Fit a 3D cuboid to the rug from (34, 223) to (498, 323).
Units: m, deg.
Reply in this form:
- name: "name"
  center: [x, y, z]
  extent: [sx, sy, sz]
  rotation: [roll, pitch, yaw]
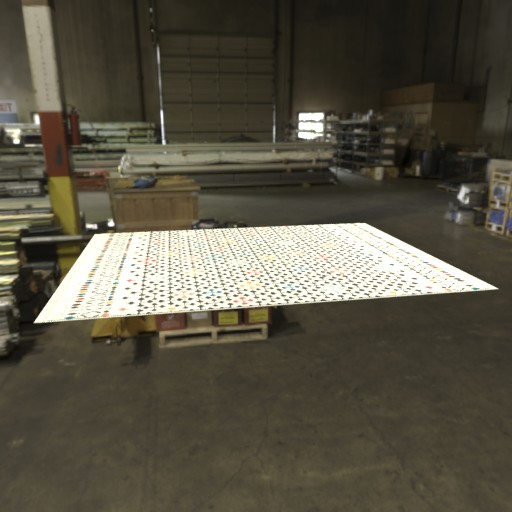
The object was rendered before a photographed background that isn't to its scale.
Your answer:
- name: "rug"
  center: [0.000, 0.000, 1.993]
  extent: [1.556, 0.006, 1.146]
  rotation: [-3, 17, -10]
